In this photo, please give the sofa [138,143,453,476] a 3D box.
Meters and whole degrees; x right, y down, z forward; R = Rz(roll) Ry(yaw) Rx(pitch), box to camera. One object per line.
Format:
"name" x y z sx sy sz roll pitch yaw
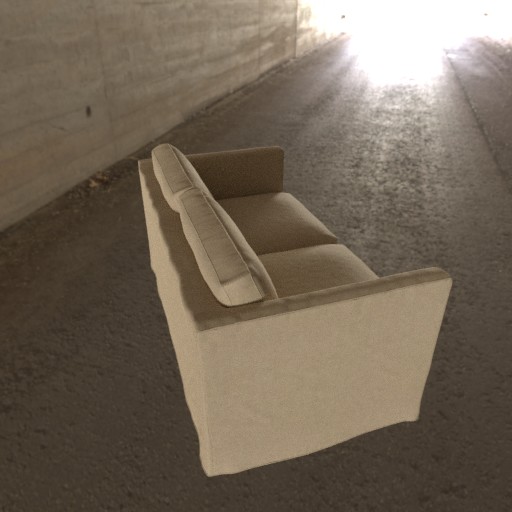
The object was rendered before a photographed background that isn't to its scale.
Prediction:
"sofa" 0.000 0.000 2.256 0.962 0.835 1.719 -10 32 -16
